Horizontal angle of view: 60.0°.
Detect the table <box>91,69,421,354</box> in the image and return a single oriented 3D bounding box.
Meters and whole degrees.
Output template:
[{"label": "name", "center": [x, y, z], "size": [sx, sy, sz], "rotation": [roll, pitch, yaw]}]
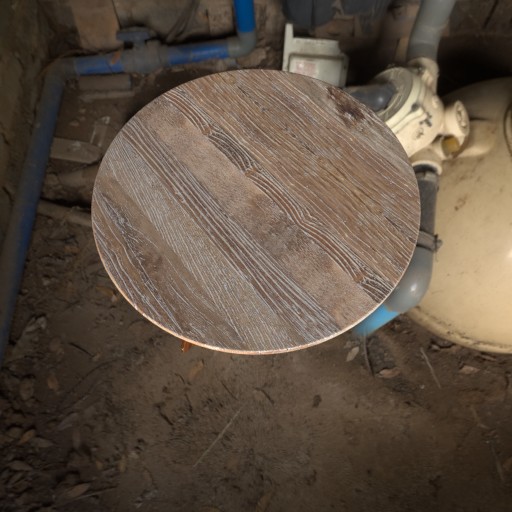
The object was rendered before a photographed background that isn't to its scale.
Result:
[{"label": "table", "center": [0.000, 0.000, 0.906], "size": [0.500, 0.500, 0.500], "rotation": [0, 66, 0]}]
